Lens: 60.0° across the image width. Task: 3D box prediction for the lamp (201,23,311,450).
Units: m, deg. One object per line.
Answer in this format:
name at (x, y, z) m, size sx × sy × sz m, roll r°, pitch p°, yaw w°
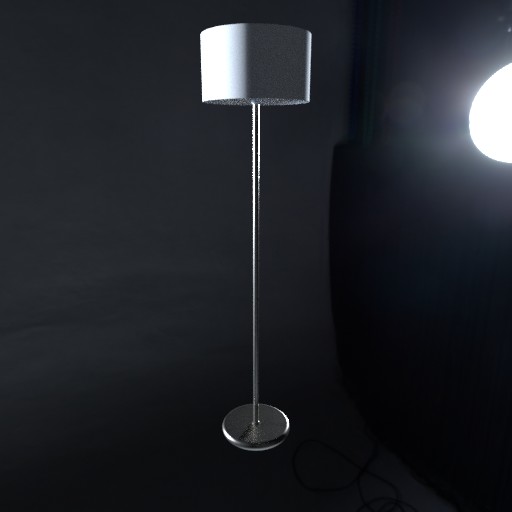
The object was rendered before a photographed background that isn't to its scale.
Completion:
lamp at (0.000, 0.000, 1.594) m, size 0.347 × 1.443 × 0.347 m, roll -8°, pitch 17°, yaw -26°
